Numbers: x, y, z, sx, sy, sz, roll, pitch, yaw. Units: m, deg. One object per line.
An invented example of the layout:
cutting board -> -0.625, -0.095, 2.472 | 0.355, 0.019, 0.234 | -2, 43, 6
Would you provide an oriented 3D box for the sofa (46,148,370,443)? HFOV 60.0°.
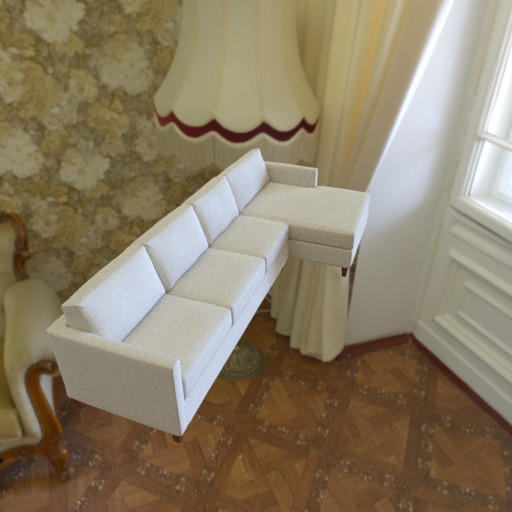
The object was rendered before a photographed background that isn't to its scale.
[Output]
sofa -> 0.000, 0.000, 4.077 | 1.599, 0.954, 3.471 | 11, 33, 18
